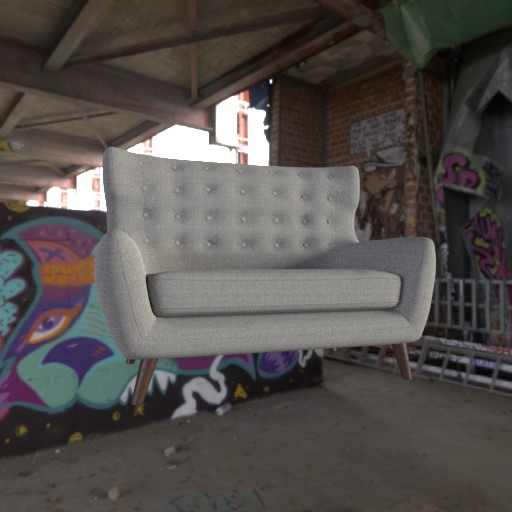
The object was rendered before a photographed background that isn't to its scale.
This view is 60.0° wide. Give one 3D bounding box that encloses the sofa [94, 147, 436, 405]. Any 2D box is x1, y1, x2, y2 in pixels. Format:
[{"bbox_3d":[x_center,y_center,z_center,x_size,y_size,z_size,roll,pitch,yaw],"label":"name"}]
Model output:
[{"bbox_3d":[0.000,0.000,2.044,1.386,1.028,0.884,0,-1,-18],"label":"sofa"}]
